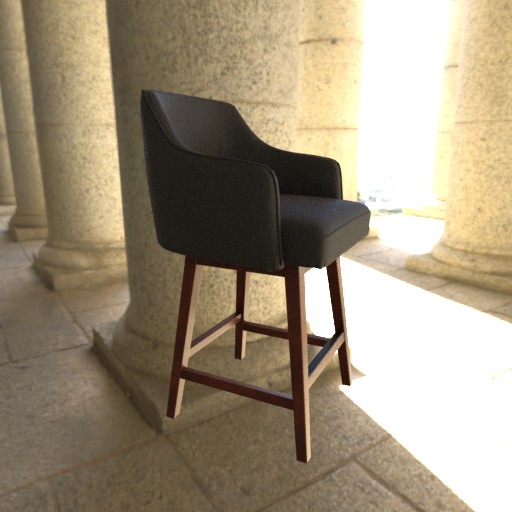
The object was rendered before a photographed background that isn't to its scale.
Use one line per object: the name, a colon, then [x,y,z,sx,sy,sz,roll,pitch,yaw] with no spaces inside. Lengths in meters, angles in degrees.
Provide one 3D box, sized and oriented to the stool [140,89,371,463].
stool: [0.000,0.000,1.284,0.558,0.912,0.548,7,16,26]
